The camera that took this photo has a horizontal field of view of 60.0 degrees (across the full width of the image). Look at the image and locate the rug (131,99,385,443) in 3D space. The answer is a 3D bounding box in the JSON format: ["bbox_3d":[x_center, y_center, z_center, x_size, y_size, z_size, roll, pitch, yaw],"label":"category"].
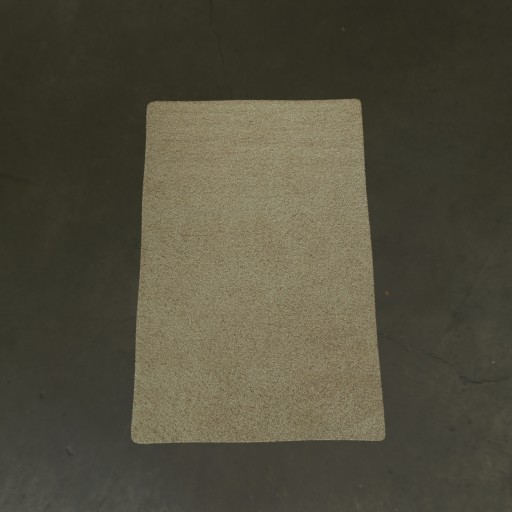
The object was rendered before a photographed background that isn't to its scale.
[{"bbox_3d":[0.000,0.000,3.440,1.801,0.024,2.700,-1,77,0],"label":"rug"}]
